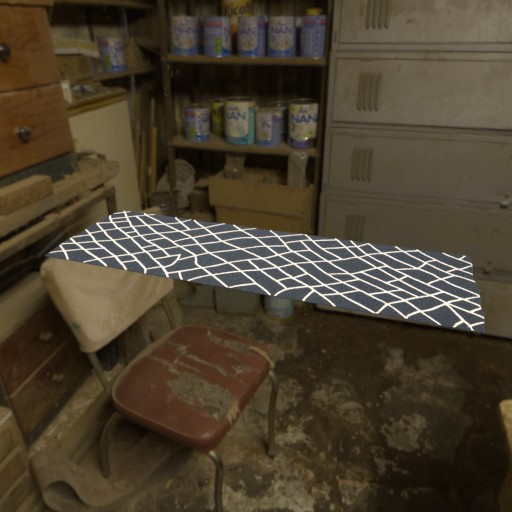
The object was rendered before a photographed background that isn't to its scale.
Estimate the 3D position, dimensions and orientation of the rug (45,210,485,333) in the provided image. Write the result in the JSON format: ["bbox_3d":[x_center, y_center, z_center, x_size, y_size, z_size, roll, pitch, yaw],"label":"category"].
[{"bbox_3d":[0.000,0.000,2.685,2.476,0.010,0.807,9,28,16],"label":"rug"}]
